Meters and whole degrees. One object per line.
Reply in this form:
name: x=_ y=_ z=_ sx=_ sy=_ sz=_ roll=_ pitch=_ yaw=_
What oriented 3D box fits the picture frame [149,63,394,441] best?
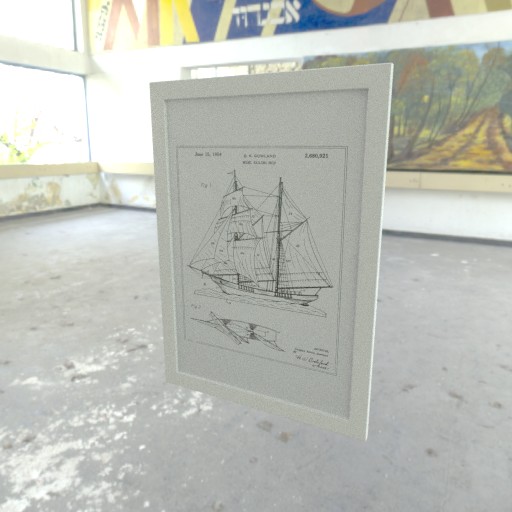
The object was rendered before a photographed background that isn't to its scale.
picture frame: x=0.000 y=0.000 z=0.696 sx=0.381 sy=0.534 sz=0.012 roll=7 pitch=16 yaw=26
